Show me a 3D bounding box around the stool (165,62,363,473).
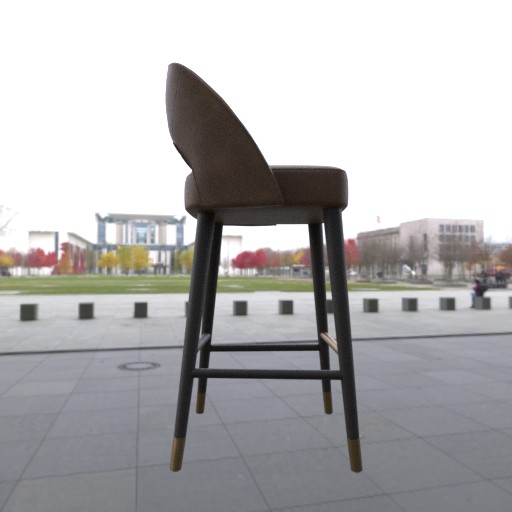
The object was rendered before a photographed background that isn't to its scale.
[{"bbox_3d":[0.000,0.000,1.285,0.509,1.037,0.494,0,-2,1],"label":"stool"}]
